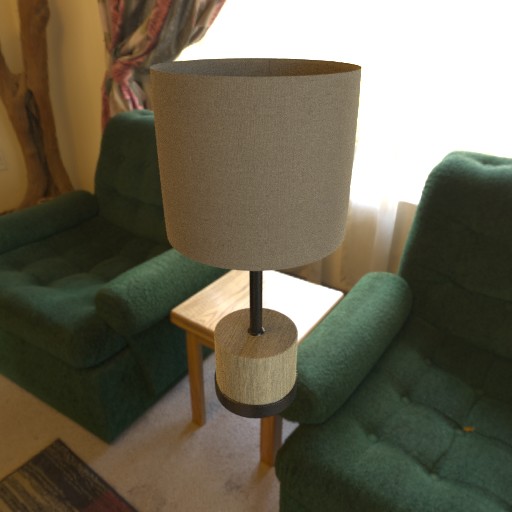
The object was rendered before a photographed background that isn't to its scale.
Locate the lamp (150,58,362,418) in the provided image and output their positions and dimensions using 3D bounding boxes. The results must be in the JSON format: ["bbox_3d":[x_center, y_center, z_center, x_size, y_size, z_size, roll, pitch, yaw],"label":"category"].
[{"bbox_3d":[0.000,0.000,0.593,0.229,0.470,0.229,9,29,16],"label":"lamp"}]
